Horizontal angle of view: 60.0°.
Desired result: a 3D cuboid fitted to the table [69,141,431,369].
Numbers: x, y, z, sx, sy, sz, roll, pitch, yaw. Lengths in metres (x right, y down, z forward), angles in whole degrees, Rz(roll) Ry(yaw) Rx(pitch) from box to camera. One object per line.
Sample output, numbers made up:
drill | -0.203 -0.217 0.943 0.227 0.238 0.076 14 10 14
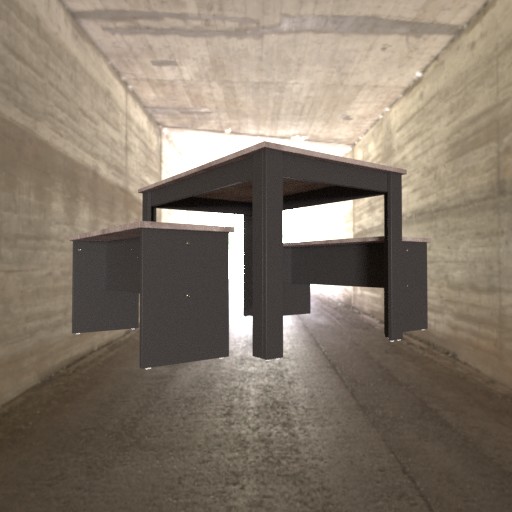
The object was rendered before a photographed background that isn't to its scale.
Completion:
table | 0.000 0.000 2.049 1.443 0.700 1.100 1 -2 -35
